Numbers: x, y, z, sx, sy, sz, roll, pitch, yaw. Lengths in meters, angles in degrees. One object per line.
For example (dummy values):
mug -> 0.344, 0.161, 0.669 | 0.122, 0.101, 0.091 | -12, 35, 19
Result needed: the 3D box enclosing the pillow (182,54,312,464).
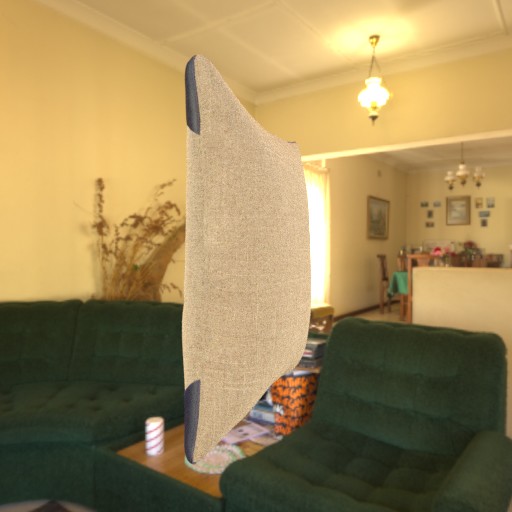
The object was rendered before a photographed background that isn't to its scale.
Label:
pillow -> 0.000, 0.000, 0.676 | 0.147, 0.441, 0.440 | 0, 1, 18
